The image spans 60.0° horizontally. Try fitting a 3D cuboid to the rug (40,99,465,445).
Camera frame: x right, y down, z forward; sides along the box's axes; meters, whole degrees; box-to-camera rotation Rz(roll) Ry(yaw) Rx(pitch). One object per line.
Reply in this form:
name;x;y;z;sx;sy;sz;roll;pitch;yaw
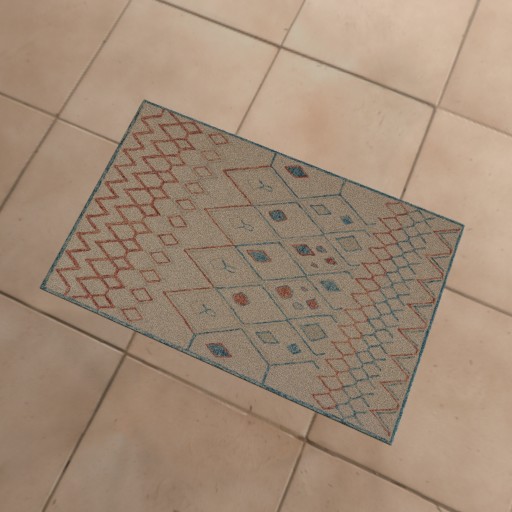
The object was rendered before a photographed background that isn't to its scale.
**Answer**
rug;0.000;0.000;2.958;2.438;0.015;1.524;23;77;5
